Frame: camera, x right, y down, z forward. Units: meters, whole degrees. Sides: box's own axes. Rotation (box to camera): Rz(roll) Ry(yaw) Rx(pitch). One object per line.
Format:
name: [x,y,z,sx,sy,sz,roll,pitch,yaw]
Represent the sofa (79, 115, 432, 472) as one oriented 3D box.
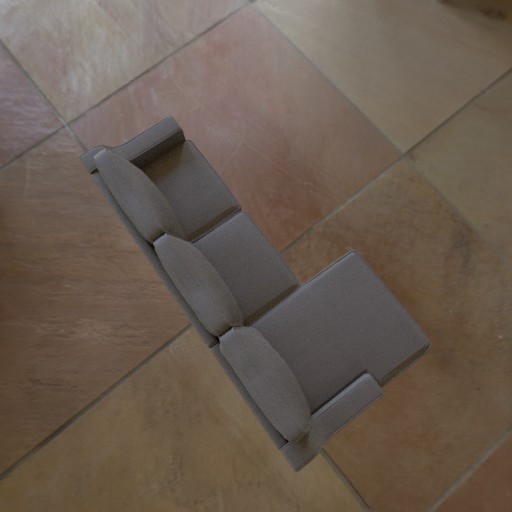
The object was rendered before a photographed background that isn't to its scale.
sofa: [0.000,0.000,3.259,1.294,0.928,2.561,-35,78,-9]
